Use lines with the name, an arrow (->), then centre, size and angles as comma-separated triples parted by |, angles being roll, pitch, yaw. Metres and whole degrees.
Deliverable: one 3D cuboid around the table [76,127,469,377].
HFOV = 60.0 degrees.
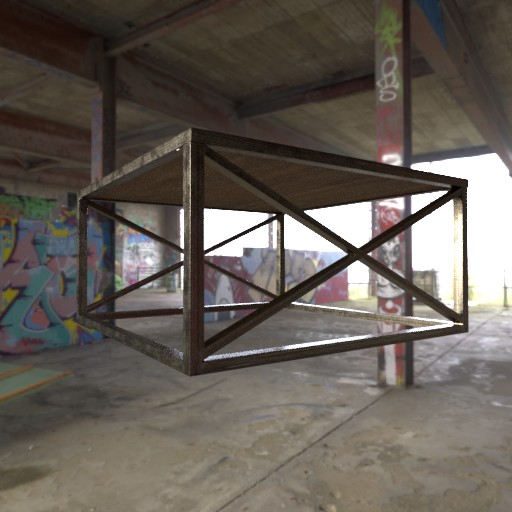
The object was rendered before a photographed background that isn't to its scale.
table -> 0.000, 0.000, 1.426 | 0.899, 0.451, 0.909 | 1, -1, -34
